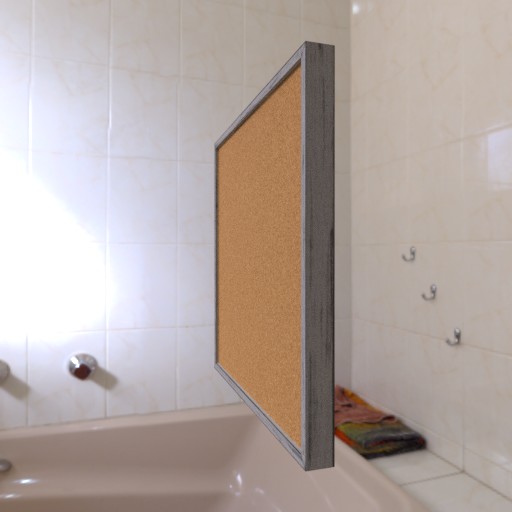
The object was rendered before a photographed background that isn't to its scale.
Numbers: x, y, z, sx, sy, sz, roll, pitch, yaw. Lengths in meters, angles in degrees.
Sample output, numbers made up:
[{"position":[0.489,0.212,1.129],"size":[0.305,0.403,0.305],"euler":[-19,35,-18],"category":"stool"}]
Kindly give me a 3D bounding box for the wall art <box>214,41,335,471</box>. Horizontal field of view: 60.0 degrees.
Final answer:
[{"position":[0.000,0.000,0.767],"size":[0.038,0.506,0.506],"euler":[0,0,-18],"category":"wall art"}]
